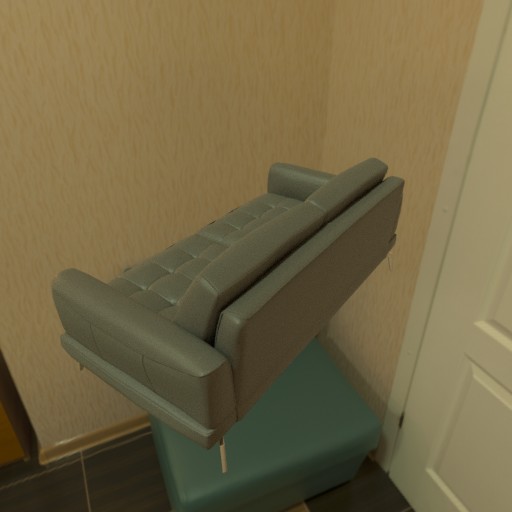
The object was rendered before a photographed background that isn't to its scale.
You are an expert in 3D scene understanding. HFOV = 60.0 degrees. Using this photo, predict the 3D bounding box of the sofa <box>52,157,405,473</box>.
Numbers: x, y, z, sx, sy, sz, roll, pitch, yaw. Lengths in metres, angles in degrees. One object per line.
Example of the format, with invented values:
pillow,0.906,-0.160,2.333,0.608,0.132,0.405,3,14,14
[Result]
sofa,0.000,0.000,2.729,1.121,0.930,2.177,21,37,30
